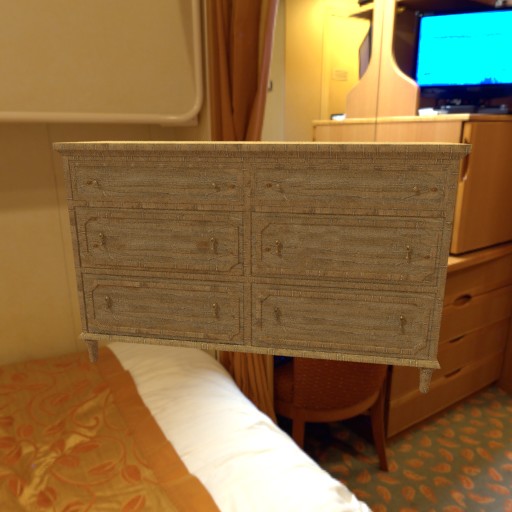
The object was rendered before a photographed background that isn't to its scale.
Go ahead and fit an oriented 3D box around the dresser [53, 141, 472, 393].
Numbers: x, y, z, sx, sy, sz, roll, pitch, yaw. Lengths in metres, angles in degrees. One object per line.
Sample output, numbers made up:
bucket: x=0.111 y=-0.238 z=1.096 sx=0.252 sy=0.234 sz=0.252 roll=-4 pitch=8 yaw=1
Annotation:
dresser: x=0.000 y=0.000 z=2.048 sx=1.626 sy=1.016 sz=0.457 roll=3 pitch=16 yaw=10
